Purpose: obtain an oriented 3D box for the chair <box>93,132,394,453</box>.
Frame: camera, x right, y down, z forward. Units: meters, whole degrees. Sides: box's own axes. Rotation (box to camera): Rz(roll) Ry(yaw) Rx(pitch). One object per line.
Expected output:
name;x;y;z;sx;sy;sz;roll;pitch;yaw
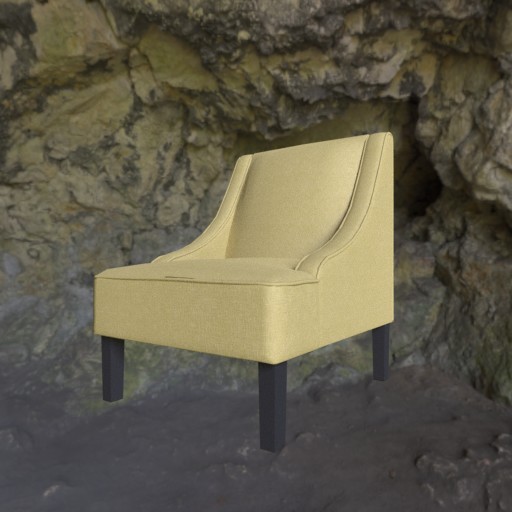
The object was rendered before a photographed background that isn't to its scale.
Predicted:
chair;0.000;0.000;1.496;0.696;0.896;0.814;0;0;36
